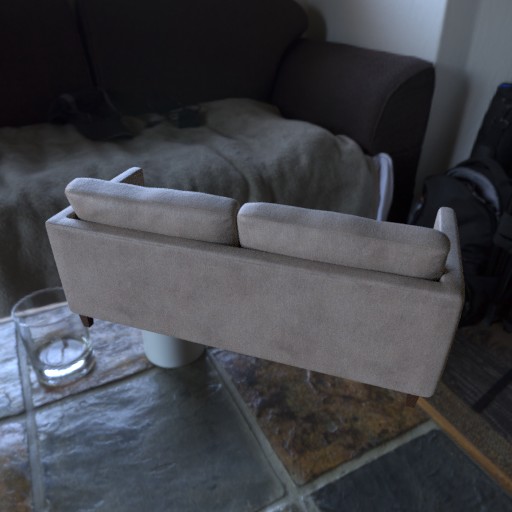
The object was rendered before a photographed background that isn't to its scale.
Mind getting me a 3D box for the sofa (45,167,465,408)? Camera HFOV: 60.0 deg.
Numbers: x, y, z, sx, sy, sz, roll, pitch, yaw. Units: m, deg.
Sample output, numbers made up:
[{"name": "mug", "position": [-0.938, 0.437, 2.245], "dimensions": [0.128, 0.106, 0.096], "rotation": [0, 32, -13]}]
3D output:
[{"name": "sofa", "position": [0.000, 0.000, 2.685], "dimensions": [2.208, 0.965, 0.951], "rotation": [10, 33, 16]}]
